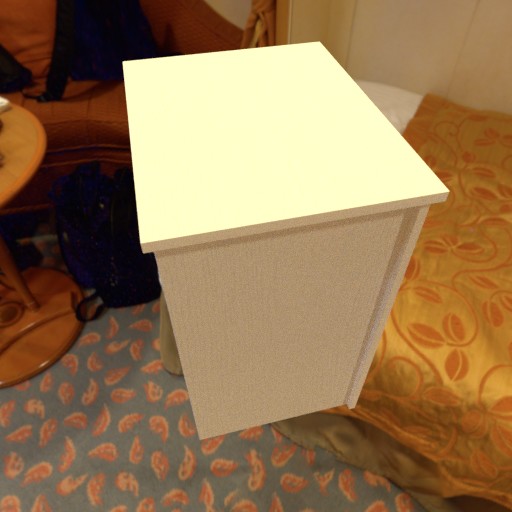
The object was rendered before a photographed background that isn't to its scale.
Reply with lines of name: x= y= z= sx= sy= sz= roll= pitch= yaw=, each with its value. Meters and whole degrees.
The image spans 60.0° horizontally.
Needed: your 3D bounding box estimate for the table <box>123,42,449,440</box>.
table: x=0.000 y=0.000 z=0.909 sx=0.381 sy=0.635 sz=0.480 roll=-10 pitch=48 yaw=-9
